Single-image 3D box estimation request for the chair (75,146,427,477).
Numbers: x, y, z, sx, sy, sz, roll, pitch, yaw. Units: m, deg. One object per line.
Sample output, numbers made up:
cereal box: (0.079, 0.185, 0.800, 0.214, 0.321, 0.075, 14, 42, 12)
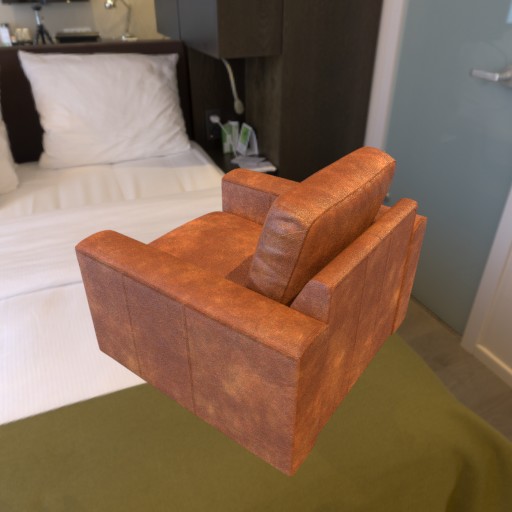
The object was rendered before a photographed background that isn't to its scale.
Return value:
chair: (0.000, 0.000, 1.788, 1.016, 0.873, 1.005, 21, 37, 30)
